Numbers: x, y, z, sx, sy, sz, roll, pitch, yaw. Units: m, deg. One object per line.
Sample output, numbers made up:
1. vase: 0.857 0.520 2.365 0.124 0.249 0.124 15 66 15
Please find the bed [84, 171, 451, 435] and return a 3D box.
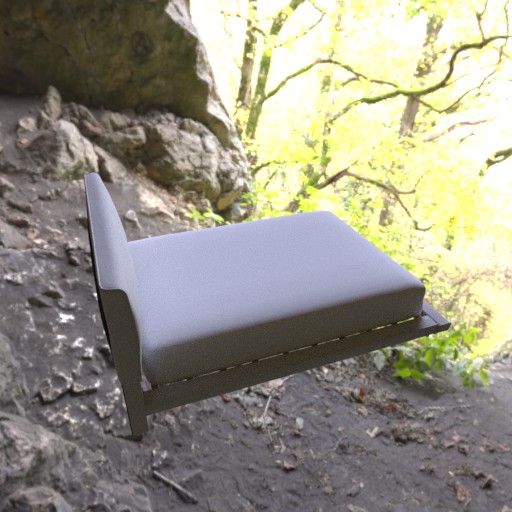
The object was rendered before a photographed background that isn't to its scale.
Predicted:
1. bed: 0.000 0.000 3.457 2.368 1.067 1.840 -11 32 -18
